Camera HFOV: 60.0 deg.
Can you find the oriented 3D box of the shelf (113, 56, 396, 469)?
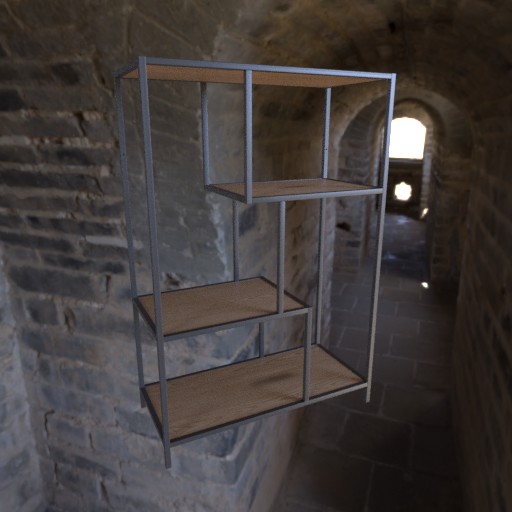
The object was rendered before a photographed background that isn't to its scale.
[{"bbox_3d":[0.000,0.000,1.482,0.770,1.138,0.350,-8,18,-25],"label":"shelf"}]
